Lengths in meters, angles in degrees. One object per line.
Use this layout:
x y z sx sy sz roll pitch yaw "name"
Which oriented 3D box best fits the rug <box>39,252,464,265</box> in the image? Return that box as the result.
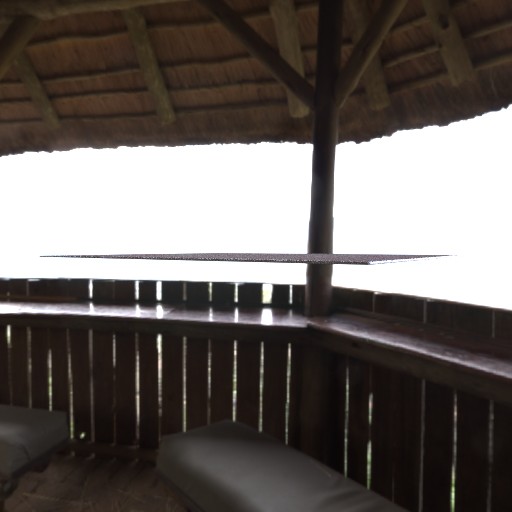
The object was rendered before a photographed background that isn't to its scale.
0.000 0.000 4.120 3.123 0.017 2.447 1 1 35 "rug"
